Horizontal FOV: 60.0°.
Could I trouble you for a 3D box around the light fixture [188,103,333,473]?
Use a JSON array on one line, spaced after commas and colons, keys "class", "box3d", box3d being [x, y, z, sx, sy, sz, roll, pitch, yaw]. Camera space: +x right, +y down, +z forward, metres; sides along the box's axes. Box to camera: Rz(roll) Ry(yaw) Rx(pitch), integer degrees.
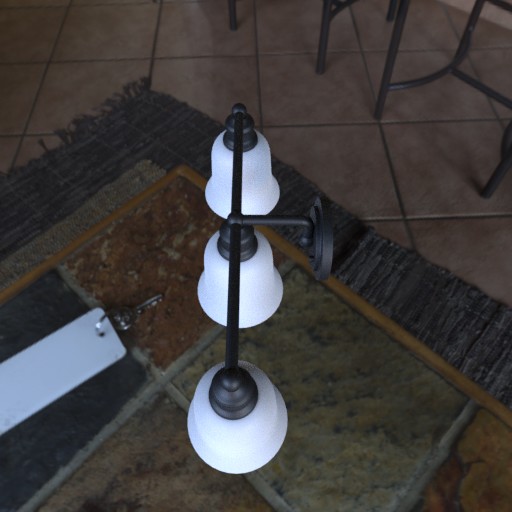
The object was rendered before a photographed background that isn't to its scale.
[{"class": "light fixture", "box3d": [0.000, 0.000, 0.666, 0.198, 0.211, 0.570, 0, 58, 0]}]
